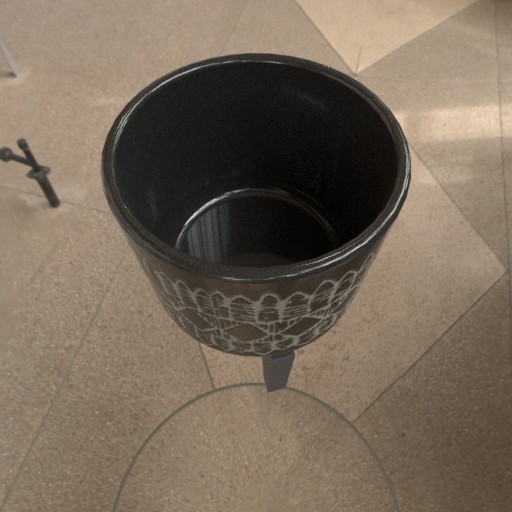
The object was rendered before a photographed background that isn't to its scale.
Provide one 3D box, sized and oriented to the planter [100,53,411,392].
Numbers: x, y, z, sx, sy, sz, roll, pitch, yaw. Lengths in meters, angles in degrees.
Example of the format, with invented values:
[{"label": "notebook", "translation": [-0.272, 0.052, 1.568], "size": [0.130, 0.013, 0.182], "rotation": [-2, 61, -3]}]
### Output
[{"label": "planter", "translation": [0.000, 0.000, 0.261], "size": [0.129, 0.177, 0.129], "rotation": [0, 58, 0]}]
